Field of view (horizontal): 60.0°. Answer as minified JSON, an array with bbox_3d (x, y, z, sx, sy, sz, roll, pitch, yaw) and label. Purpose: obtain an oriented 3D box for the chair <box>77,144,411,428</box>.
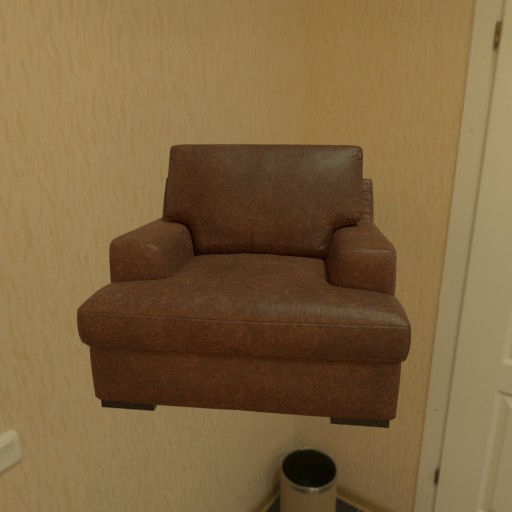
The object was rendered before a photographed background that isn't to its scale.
[{"bbox_3d":[0.000,0.000,1.976,1.168,0.939,1.143,2,16,6],"label":"chair"}]
